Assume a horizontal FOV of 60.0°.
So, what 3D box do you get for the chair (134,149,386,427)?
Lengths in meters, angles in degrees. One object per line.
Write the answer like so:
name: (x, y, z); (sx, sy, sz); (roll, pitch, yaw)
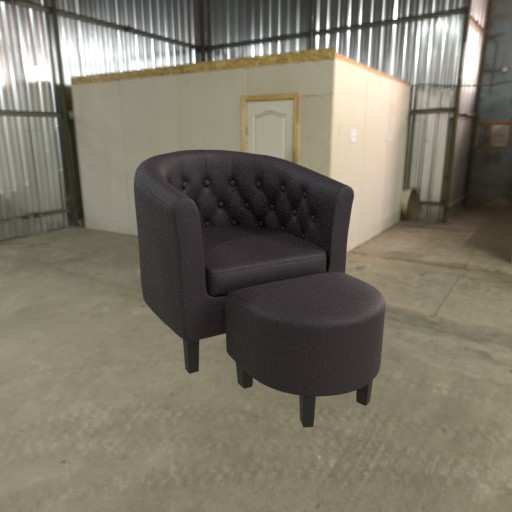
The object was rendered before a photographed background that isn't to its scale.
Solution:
chair: (0.000, 0.000, 1.710); (0.763, 0.760, 1.191); (-9, 18, -27)
